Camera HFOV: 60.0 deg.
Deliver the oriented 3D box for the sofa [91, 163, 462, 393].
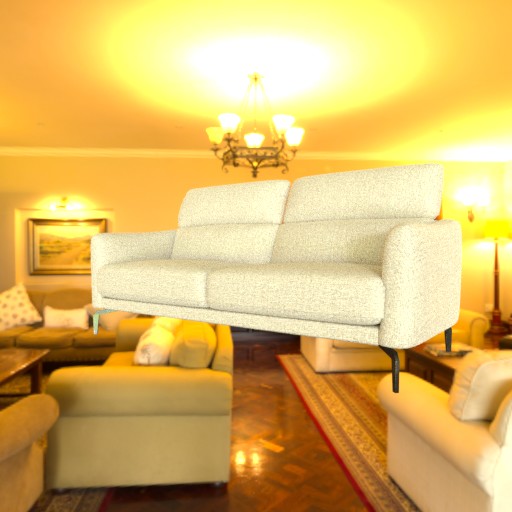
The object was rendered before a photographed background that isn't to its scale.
[{"bbox_3d":[0.000,0.000,2.452,2.015,0.956,0.856,1,1,36],"label":"sofa"}]
